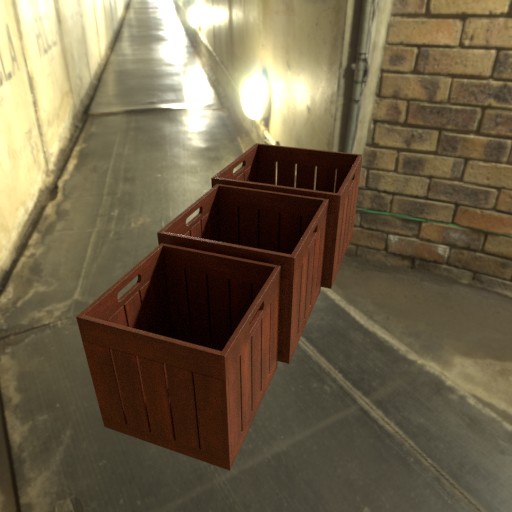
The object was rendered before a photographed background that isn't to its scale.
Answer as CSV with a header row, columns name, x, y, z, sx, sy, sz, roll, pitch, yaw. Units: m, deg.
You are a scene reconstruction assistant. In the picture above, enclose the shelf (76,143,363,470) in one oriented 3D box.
name,x,y,z,sx,sy,sz,roll,pitch,yaw
shelf,0.000,0.000,1.243,0.393,0.311,1.064,11,32,17
